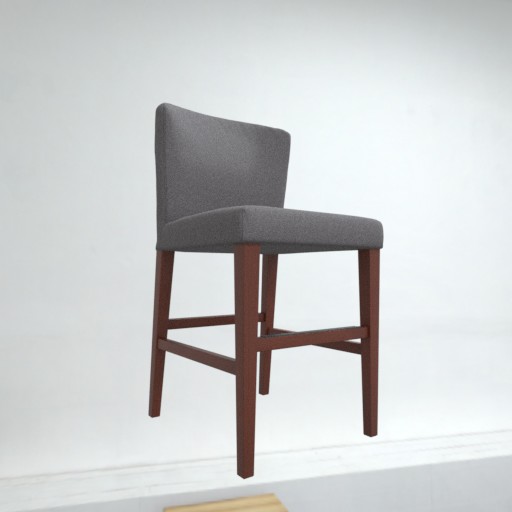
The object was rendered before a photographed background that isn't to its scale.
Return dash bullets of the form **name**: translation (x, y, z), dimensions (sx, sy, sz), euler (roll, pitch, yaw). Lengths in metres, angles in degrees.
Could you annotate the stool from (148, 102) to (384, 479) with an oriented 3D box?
- **stool**: translation (0.000, 0.000, 1.286), dimensions (0.481, 0.968, 0.568), euler (1, -2, -36)
